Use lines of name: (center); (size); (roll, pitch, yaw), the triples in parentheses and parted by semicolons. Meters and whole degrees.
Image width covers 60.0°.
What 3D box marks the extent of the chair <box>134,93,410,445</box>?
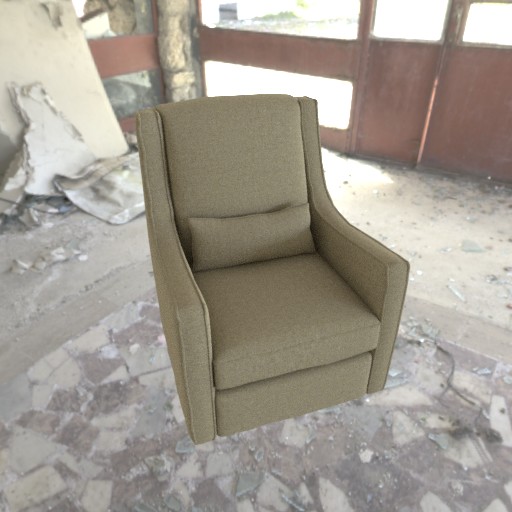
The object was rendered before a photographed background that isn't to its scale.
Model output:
chair: (0.000, 0.000, 1.643); (0.732, 0.993, 0.879); (-11, 34, -16)
